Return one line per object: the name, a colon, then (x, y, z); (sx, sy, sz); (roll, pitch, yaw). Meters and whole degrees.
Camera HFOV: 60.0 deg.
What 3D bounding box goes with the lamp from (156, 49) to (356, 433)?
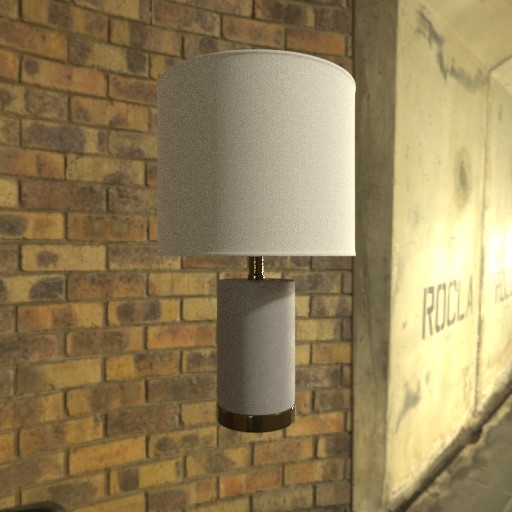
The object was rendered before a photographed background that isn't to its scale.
lamp: (0.000, 0.000, 0.522); (0.229, 0.380, 0.229); (0, 0, 0)
